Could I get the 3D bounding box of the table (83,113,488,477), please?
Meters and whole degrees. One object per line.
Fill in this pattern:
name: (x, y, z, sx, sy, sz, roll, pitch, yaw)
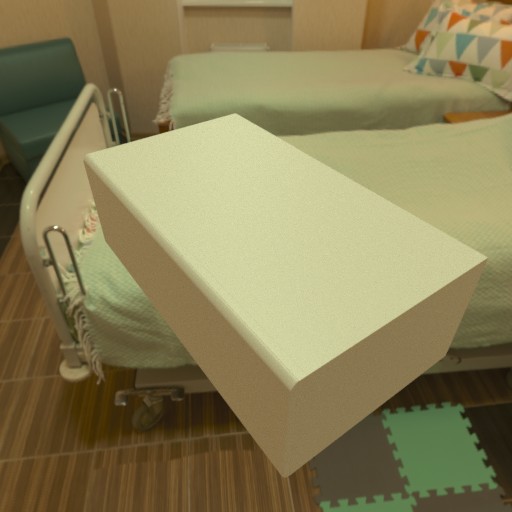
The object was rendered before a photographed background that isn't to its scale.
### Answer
table: (0.000, 0.000, 1.418, 0.639, 0.442, 1.097, -25, 46, -27)
